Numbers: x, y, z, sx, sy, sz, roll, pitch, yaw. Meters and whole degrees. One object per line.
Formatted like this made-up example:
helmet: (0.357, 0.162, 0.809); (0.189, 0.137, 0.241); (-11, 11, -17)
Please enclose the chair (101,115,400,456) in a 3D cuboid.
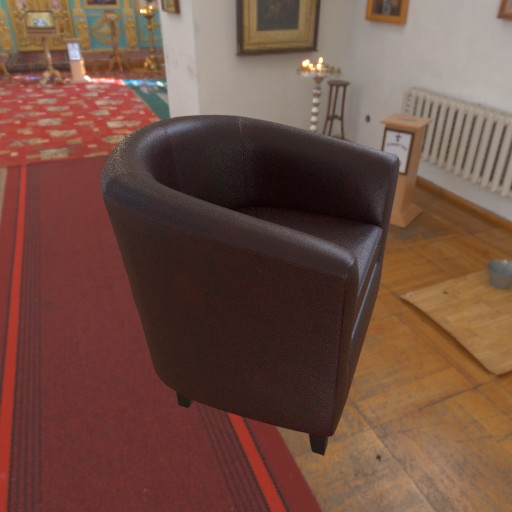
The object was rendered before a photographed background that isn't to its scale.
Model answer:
chair: (0.000, 0.000, 1.382); (0.727, 0.756, 0.792); (11, 32, 19)
